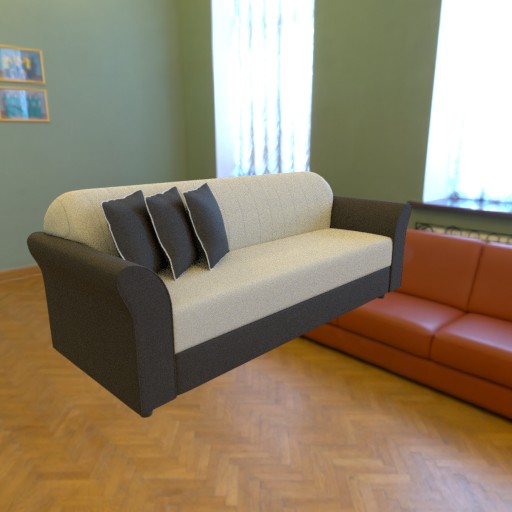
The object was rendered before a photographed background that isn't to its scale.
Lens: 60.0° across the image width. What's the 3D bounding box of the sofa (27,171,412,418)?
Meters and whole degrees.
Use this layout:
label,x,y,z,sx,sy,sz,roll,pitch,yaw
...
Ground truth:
label,x,y,z,sx,sy,sz,roll,pitch,yaw
sofa,0.000,0.000,2.354,0.755,0.787,2.001,14,20,42
